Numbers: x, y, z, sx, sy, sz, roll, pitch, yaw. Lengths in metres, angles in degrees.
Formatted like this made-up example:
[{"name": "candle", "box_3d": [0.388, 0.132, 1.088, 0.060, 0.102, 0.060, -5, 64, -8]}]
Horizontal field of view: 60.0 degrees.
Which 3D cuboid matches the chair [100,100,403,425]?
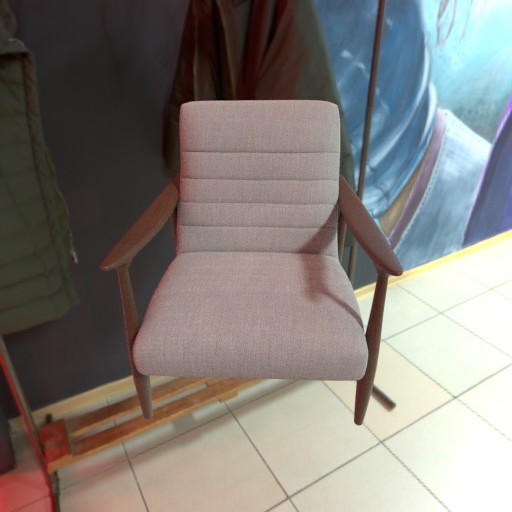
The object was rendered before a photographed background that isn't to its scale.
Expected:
[{"name": "chair", "box_3d": [0.000, 0.000, 1.430, 0.741, 0.832, 0.798, 1, 30, 2]}]
